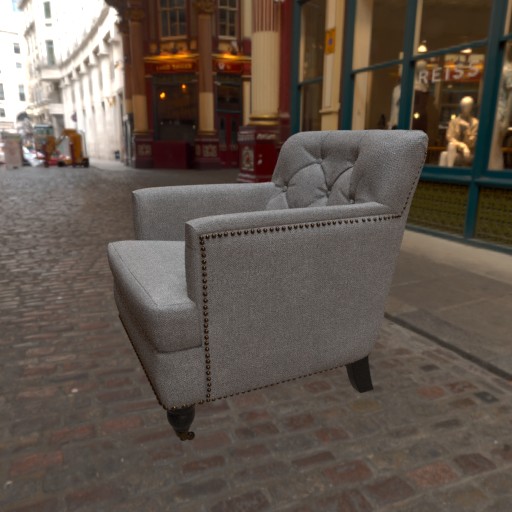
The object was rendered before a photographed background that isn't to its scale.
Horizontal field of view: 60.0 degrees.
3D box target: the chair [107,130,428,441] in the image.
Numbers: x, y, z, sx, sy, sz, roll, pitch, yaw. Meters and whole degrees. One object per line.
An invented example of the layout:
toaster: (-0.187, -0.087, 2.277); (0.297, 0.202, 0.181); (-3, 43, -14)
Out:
chair: (0.000, 0.000, 1.498); (0.902, 0.823, 0.737); (-7, 17, -25)
